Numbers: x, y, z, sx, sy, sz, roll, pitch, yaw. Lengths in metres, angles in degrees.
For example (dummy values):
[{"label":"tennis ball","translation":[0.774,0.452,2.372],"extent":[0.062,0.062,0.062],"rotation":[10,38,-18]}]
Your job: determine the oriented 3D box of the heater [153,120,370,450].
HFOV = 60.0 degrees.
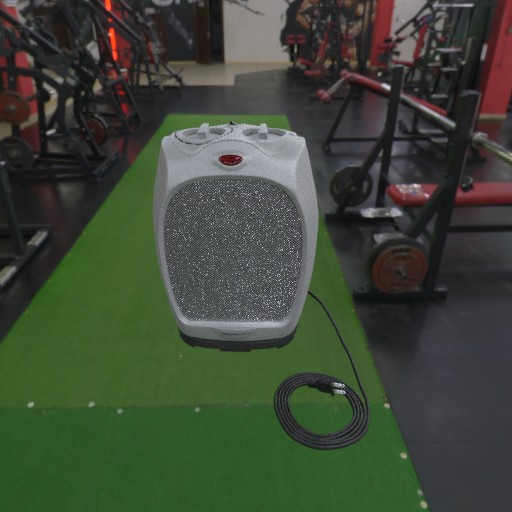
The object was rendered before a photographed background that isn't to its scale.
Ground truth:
[{"label":"heater","translation":[0.000,0.000,0.479],"extent":[0.239,0.255,0.291],"rotation":[1,29,1]}]
